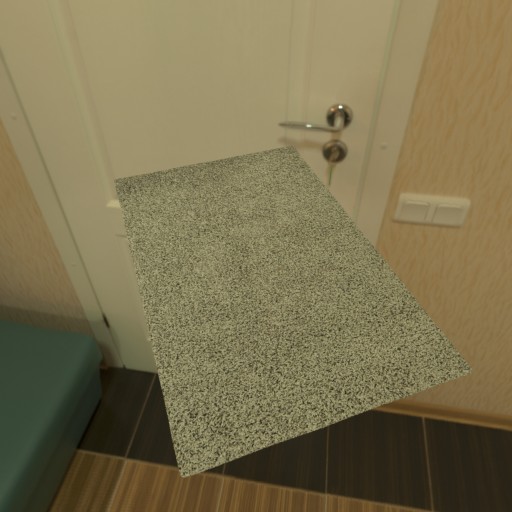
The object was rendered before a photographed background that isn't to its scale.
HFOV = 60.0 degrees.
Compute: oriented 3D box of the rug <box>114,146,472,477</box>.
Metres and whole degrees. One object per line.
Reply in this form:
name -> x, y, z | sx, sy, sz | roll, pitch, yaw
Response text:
rug -> 0.000, 0.000, 3.351 | 1.778, 0.030, 2.743 | -14, 46, -14
